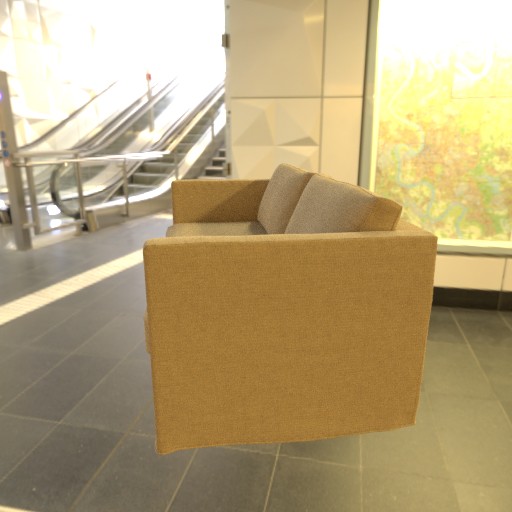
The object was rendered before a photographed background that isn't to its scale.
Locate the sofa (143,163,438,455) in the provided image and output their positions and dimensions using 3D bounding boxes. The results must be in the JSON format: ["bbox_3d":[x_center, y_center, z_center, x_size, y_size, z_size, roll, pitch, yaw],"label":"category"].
[{"bbox_3d":[0.000,0.000,2.230,0.956,0.828,1.766,-2,16,-7],"label":"sofa"}]
